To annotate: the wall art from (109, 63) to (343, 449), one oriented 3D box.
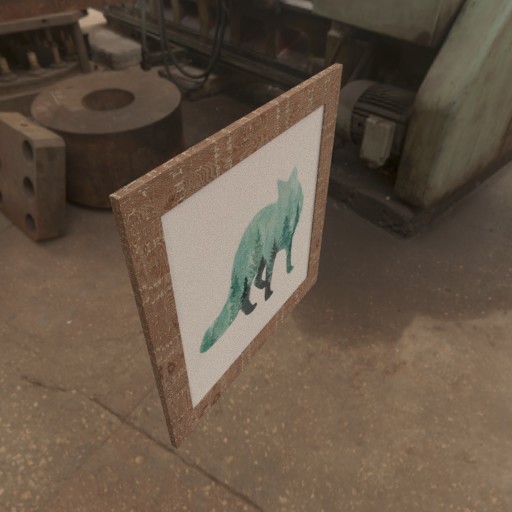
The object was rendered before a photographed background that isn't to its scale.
[{"bbox_3d":[0.000,0.000,0.577,0.012,0.384,0.384,23,46,25],"label":"wall art"}]
